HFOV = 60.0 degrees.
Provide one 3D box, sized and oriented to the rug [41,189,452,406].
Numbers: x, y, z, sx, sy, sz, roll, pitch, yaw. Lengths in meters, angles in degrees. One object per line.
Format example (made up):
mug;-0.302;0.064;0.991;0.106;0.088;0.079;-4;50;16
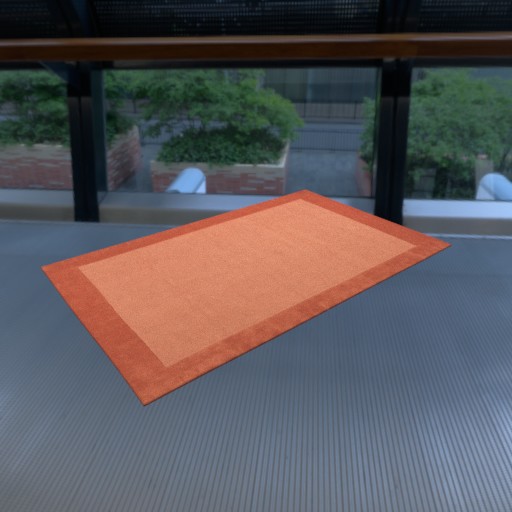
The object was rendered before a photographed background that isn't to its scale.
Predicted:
rug;0.000;0.000;3.078;2.438;0.014;1.524;-21;34;-34
